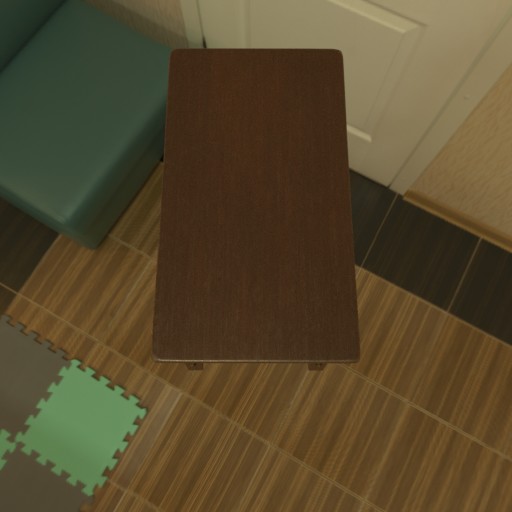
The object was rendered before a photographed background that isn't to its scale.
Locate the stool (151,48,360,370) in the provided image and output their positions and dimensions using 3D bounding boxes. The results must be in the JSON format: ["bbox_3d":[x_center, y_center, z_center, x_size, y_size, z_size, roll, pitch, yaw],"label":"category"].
[{"bbox_3d":[0.000,0.000,0.827,0.322,0.610,0.406,0,75,0],"label":"stool"}]
